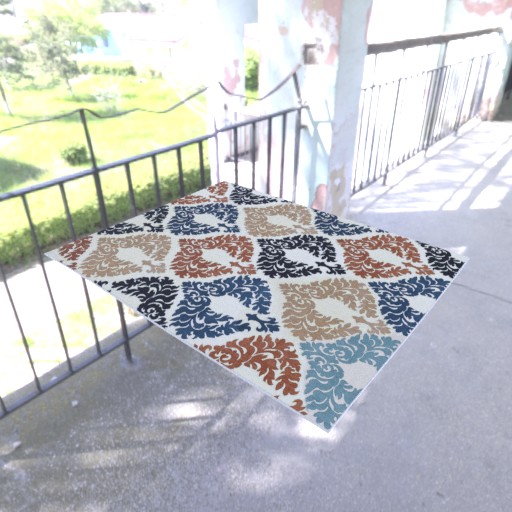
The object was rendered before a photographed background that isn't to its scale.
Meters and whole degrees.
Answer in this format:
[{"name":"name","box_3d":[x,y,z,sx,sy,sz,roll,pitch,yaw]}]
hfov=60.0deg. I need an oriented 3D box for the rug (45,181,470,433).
[{"name":"rug","box_3d":[0.000,0.000,4.026,3.040,0.014,2.423,23,37,33]}]
